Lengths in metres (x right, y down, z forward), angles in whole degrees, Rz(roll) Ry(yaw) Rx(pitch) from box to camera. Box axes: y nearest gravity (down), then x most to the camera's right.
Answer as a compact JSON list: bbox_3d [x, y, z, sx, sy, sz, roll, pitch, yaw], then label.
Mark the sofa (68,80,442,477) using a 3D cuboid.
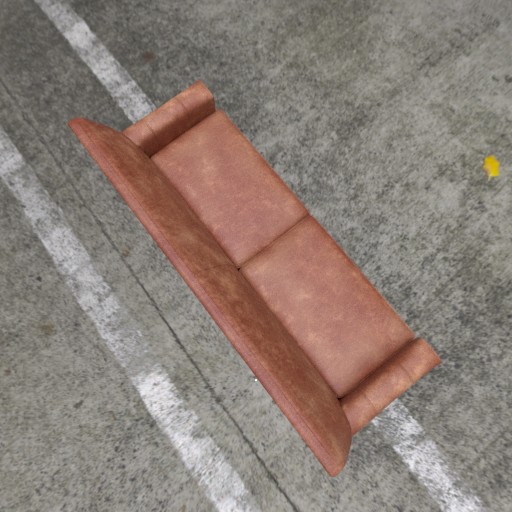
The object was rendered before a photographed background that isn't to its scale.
[{"bbox_3d":[0.000,0.000,2.482,0.805,0.947,2.053,-37,78,-9],"label":"sofa"}]
